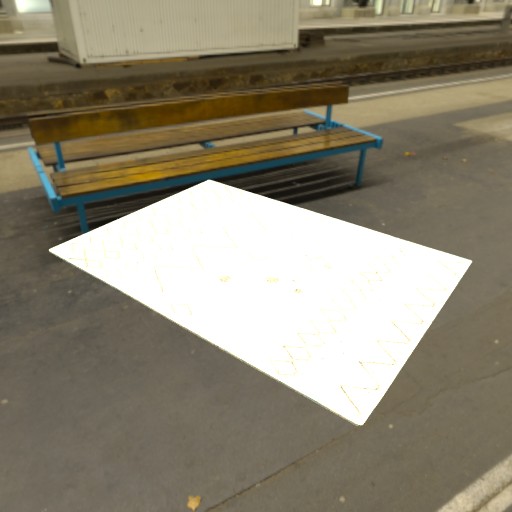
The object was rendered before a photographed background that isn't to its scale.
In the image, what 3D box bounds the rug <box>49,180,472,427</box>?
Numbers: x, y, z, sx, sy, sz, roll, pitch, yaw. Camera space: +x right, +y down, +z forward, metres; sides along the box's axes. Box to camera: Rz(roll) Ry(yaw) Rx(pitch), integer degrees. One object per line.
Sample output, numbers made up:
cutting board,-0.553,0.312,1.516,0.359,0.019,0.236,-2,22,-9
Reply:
rug,0.000,0.000,2.310,1.820,0.009,1.260,22,38,31
